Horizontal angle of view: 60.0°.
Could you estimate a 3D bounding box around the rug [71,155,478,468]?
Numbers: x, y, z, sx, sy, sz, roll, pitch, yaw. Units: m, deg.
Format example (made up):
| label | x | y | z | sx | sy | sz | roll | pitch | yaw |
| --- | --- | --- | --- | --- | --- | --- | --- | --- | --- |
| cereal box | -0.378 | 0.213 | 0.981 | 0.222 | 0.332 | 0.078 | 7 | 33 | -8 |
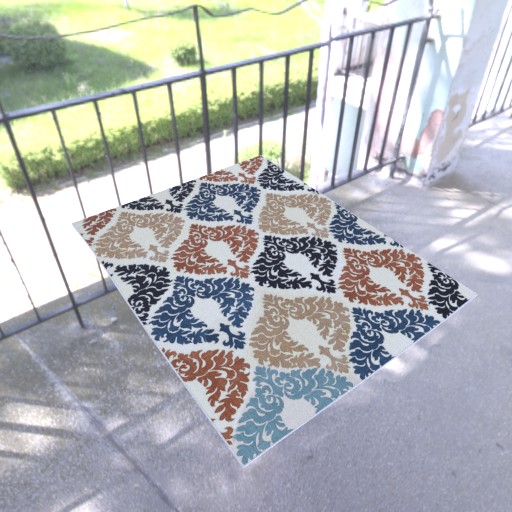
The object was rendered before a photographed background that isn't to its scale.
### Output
| label | x | y | z | sx | sy | sz | roll | pitch | yaw |
| --- | --- | --- | --- | --- | --- | --- | --- | --- | --- |
| rug | 0.000 | 0.000 | 4.099 | 2.423 | 0.014 | 3.040 | -26 | 47 | -27 |
